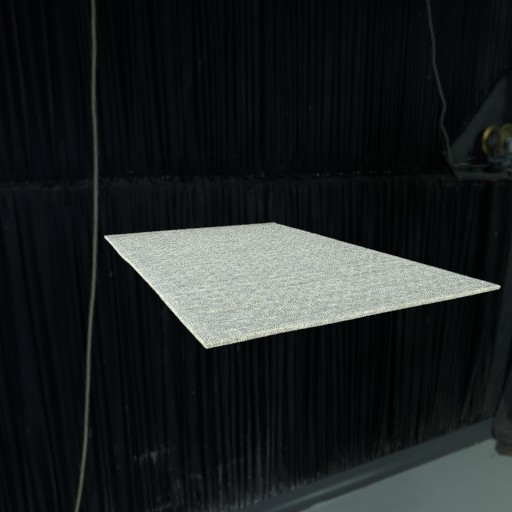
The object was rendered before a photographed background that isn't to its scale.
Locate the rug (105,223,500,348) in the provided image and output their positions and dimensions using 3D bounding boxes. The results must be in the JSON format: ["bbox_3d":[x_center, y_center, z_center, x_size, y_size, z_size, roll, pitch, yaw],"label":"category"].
[{"bbox_3d":[0.000,0.000,2.832,1.532,0.018,2.297,-6,14,-26],"label":"rug"}]
